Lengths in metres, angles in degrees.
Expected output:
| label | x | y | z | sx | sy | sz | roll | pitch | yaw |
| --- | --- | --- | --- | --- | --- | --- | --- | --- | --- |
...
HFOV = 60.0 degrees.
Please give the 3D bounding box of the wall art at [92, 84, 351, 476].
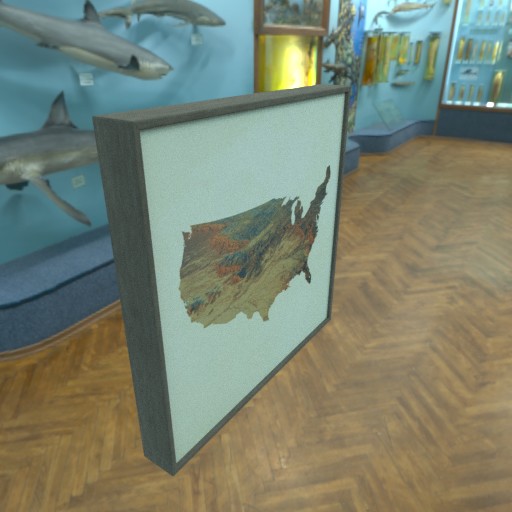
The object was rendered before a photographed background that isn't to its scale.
| label | x | y | z | sx | sy | sz | roll | pitch | yaw |
| --- | --- | --- | --- | --- | --- | --- | --- | --- | --- |
| wall art | 0.000 | 0.000 | 0.445 | 0.038 | 0.302 | 0.303 | 17 | 30 | 32 |
